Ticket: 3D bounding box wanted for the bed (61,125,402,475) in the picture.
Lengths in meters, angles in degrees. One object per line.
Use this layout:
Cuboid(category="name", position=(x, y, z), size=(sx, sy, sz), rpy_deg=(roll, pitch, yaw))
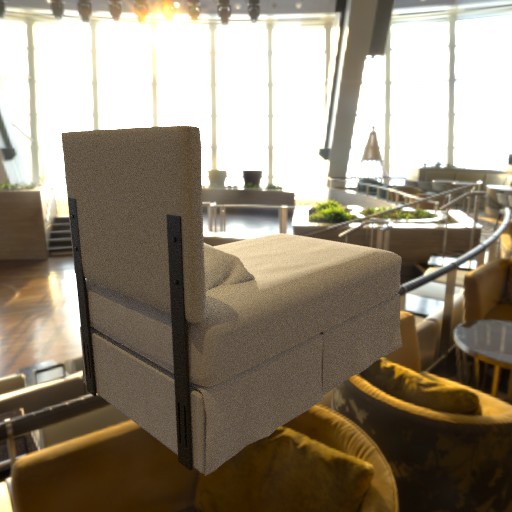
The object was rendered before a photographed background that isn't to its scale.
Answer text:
Cuboid(category="bed", position=(0.000, 0.000, 2.945), size=(1.261, 1.571, 1.997), rpy_deg=(13, 19, 42))
